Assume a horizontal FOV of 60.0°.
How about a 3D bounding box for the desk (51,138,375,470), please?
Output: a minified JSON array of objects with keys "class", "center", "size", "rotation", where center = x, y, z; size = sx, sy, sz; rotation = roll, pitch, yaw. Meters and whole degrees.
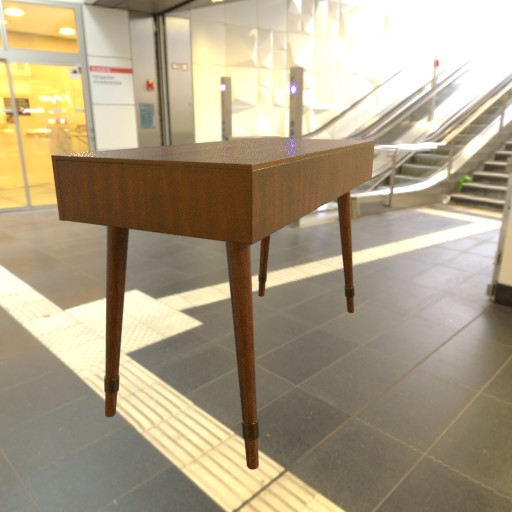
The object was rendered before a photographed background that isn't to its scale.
[{"class":"desk","center":[0.000,0.000,2.130],"size":[0.734,1.031,1.577],"rotation":[8,19,24]}]
